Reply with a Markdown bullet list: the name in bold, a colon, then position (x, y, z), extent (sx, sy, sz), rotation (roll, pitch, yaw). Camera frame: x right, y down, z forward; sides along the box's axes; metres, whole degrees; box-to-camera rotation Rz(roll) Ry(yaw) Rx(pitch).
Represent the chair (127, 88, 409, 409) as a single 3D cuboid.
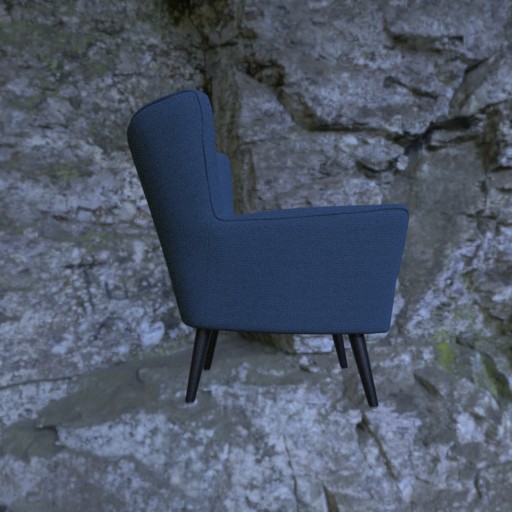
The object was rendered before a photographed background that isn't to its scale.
- **chair**: position (0.000, 0.000, 1.609), extent (0.888, 0.933, 0.781), rotation (0, -1, 1)
